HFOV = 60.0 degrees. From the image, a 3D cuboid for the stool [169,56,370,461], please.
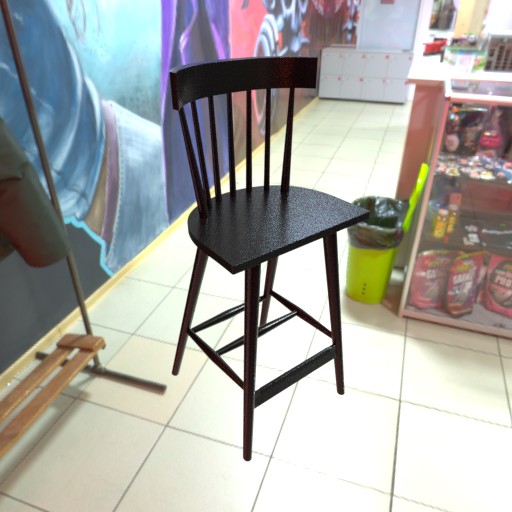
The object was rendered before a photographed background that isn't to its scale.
[{"bbox_3d":[0.000,0.000,1.366,0.482,1.092,0.483,-22,37,-32],"label":"stool"}]
